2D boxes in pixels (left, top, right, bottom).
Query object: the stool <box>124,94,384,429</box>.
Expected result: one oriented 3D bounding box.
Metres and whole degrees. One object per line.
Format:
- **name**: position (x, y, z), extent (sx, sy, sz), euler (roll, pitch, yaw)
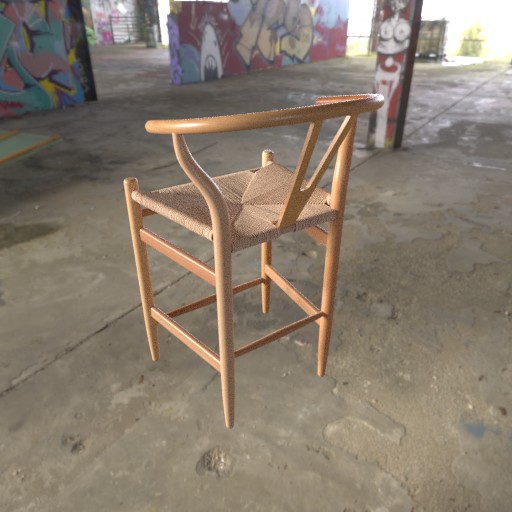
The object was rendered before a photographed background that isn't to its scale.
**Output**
- **stool**: position (0.000, 0.000, 1.268), extent (0.536, 0.923, 0.575), euler (-19, 34, -30)
